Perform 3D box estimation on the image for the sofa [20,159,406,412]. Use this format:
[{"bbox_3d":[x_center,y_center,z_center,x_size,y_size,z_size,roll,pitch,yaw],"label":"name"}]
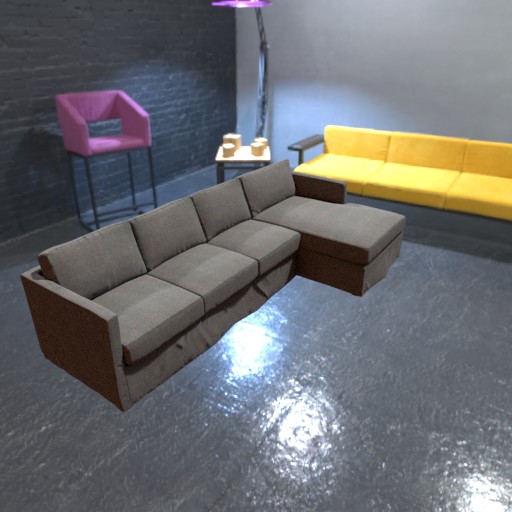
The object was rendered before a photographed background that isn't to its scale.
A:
[{"bbox_3d":[0.000,0.000,3.831,1.650,0.922,3.205,18,32,31],"label":"sofa"}]
